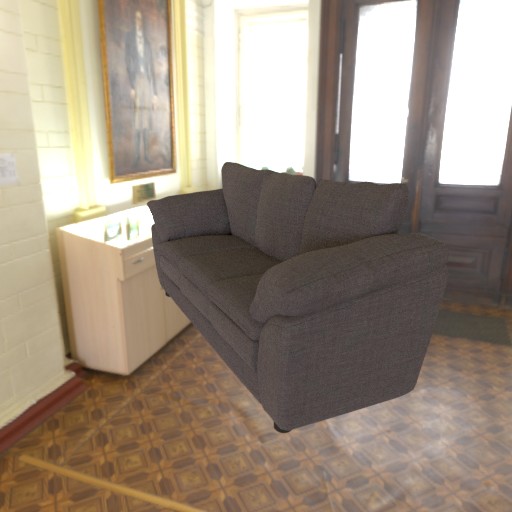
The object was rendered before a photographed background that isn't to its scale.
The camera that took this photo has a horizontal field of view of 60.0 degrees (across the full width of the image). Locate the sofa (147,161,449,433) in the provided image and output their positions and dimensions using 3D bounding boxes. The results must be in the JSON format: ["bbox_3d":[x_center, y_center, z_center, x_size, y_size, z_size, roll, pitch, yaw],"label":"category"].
[{"bbox_3d":[0.000,0.000,2.832,0.883,1.080,2.336,-7,17,-25],"label":"sofa"}]
